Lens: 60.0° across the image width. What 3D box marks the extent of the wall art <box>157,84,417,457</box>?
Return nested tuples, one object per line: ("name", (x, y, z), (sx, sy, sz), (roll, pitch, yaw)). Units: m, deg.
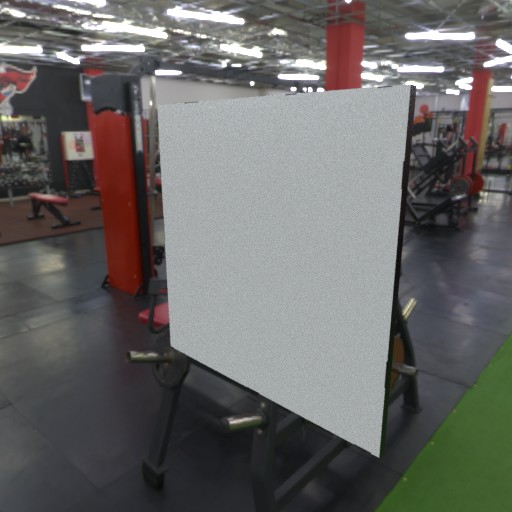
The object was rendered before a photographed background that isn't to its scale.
("wall art", (0.000, 0.000, 0.658), (0.446, 0.445, 0.014), (14, 21, 42))
